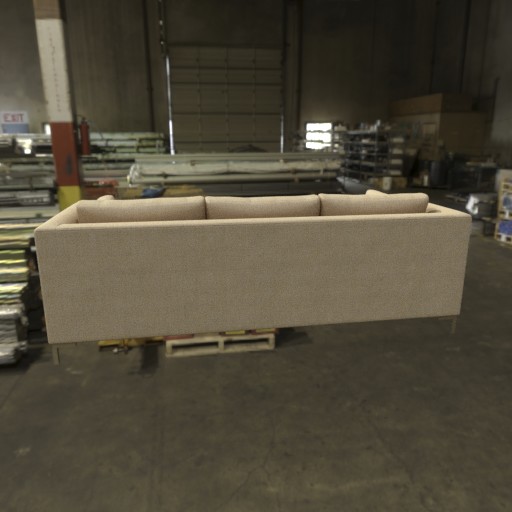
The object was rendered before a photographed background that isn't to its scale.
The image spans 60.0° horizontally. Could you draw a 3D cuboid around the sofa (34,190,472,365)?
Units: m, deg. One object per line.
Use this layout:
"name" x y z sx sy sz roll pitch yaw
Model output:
"sofa" 0.000 0.000 2.939 2.415 0.867 0.969 -3 15 -9
